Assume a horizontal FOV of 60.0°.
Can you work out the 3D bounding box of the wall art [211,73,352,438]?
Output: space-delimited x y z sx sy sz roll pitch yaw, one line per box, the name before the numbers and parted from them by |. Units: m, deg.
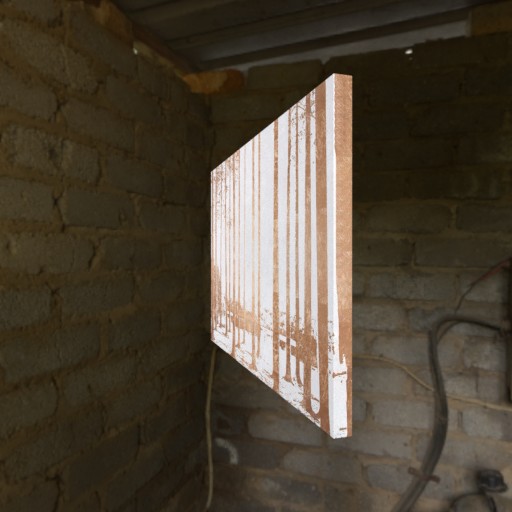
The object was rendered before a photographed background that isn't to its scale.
wall art | 0.000 0.000 1.176 0.035 0.609 0.914 0 0 -19
